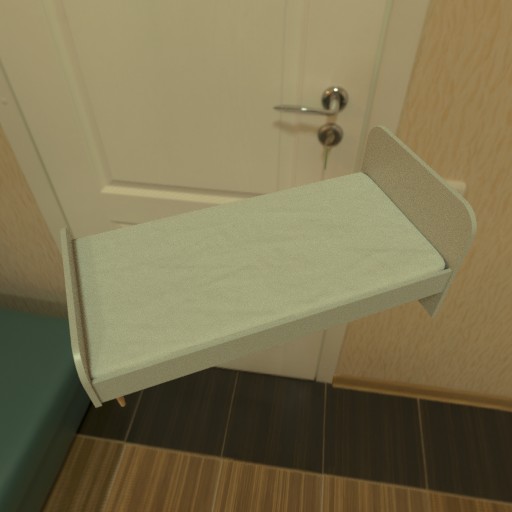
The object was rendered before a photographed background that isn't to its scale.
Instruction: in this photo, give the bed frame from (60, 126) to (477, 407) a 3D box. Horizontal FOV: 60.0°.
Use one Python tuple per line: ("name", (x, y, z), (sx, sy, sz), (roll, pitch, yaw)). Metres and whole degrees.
("bed frame", (0.000, 0.000, 2.495), (1.963, 0.805, 0.998), (-15, 48, -14))
